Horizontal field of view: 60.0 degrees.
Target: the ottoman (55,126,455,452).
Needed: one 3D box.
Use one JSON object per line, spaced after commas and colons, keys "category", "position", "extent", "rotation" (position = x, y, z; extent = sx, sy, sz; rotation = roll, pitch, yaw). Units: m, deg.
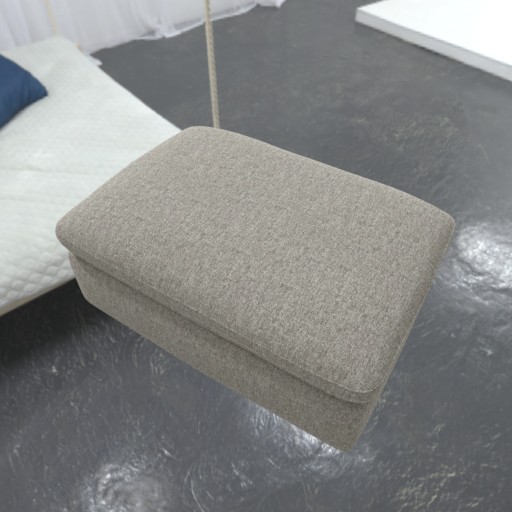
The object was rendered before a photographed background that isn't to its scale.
{"category": "ottoman", "position": [0.000, 0.000, 1.351], "extent": [0.977, 0.451, 0.694], "rotation": [24, 51, 22]}
